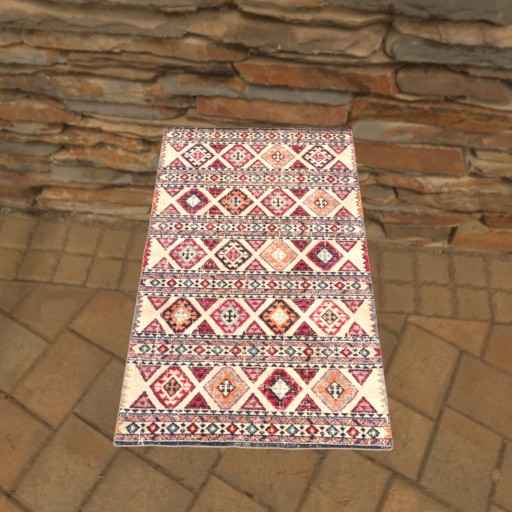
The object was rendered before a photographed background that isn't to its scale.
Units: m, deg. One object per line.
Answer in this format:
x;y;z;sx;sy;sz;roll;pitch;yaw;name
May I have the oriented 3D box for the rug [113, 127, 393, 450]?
0.000;0.000;3.037;1.545;0.010;2.440;1;60;0;rug
